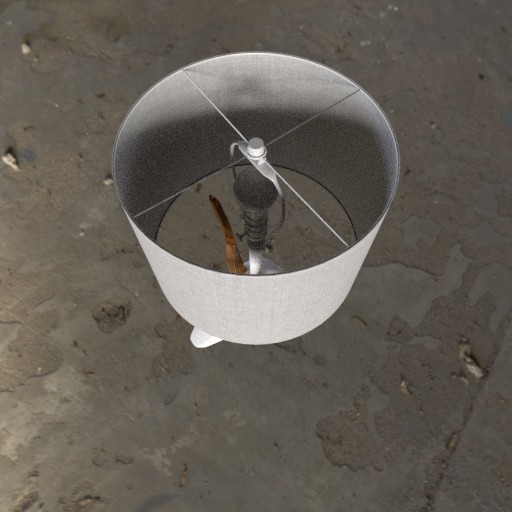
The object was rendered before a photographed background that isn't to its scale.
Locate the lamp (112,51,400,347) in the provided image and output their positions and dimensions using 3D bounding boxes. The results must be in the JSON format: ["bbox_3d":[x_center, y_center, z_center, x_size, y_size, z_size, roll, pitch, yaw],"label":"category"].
[{"bbox_3d":[0.000,0.000,0.681,0.298,0.503,0.298,-33,67,-16],"label":"lamp"}]
